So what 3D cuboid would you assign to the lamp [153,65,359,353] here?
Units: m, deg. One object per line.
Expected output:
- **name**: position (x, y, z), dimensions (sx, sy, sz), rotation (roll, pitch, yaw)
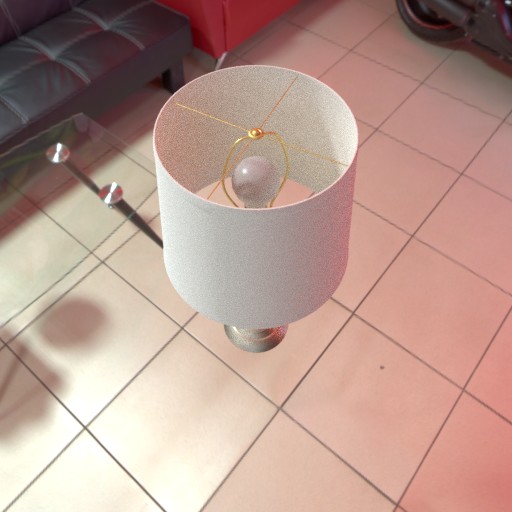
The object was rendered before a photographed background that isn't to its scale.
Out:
- **lamp**: position (0.000, 0.000, 0.829), dimensions (0.328, 0.619, 0.328), rotation (0, 58, 0)
